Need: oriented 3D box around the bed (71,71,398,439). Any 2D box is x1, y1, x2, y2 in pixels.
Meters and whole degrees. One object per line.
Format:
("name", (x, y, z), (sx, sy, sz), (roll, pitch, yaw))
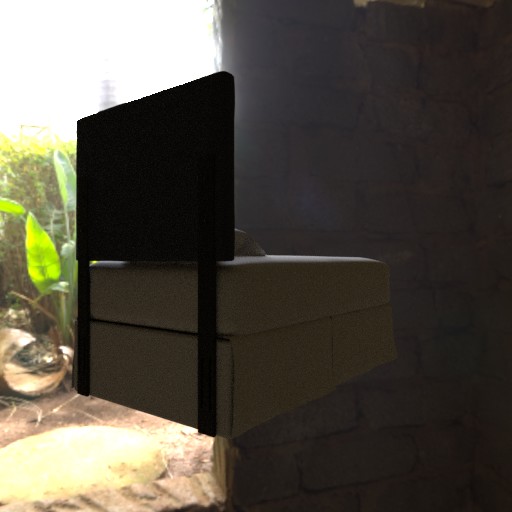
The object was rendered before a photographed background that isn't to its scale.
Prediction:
("bed", (0.000, 0.000, 2.989), (1.261, 1.571, 1.997), (0, -1, 37))
